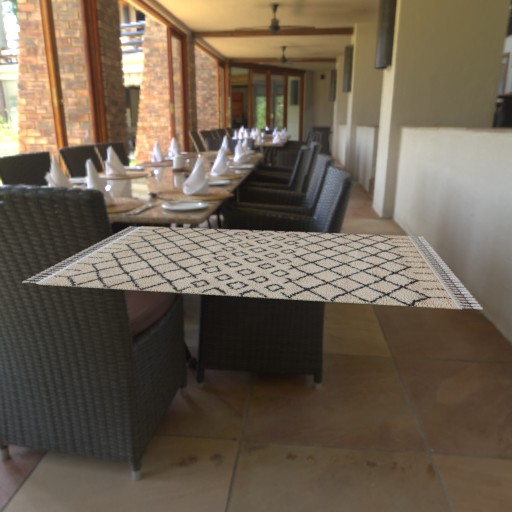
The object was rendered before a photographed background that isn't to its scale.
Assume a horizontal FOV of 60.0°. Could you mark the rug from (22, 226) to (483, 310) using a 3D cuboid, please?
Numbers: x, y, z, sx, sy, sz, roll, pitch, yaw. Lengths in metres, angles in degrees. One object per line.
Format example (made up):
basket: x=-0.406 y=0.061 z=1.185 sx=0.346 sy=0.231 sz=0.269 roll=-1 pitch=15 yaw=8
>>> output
rug: x=0.000 y=0.000 z=2.461 sx=2.006 sy=0.008 sz=1.196 roll=3 pitch=17 yaw=9
